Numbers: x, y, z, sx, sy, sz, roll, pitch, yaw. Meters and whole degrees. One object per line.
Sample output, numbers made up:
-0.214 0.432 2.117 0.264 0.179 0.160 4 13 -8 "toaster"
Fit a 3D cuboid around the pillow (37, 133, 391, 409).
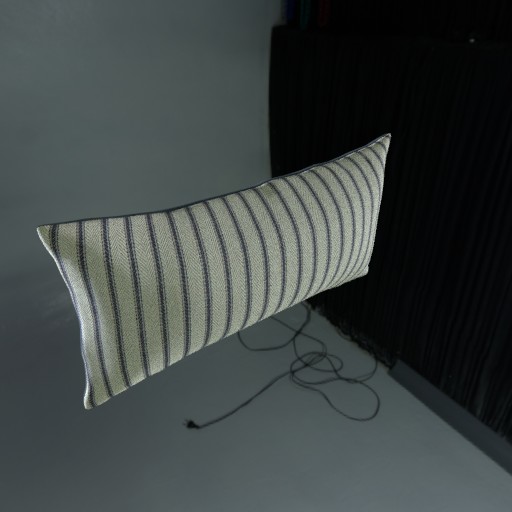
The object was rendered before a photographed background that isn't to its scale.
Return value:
0.000 0.000 0.717 0.609 0.305 0.151 -20 35 -32 "pillow"
